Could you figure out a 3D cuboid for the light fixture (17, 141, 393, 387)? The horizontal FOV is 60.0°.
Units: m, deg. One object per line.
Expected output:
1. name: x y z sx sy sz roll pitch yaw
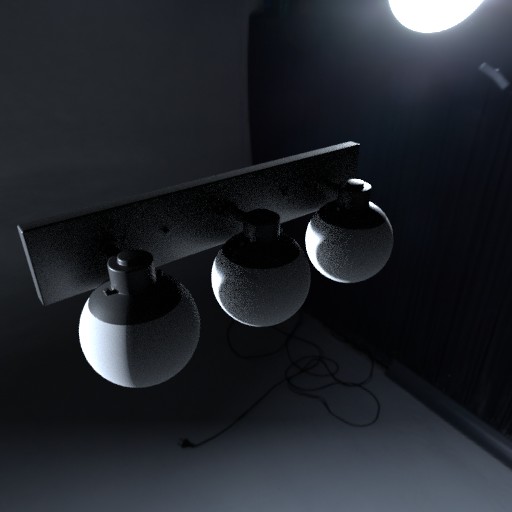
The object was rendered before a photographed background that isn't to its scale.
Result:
1. light fixture: 0.000 0.000 0.833 0.721 0.263 0.218 -21 36 -32
